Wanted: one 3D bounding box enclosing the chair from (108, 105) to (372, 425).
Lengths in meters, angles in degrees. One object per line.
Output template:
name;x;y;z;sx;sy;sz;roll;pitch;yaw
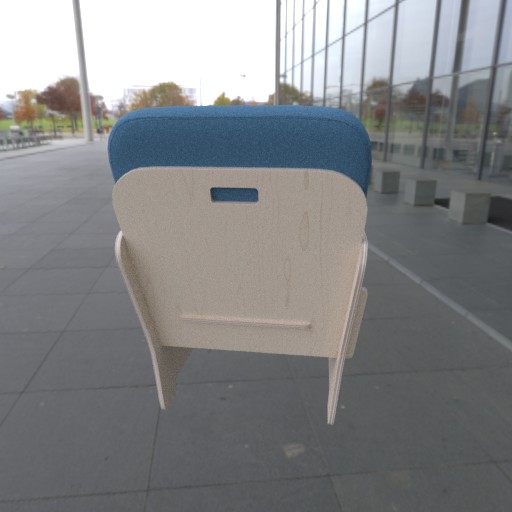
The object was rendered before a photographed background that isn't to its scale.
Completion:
chair;0.000;0.000;1.194;0.547;0.747;0.657;2;17;8
